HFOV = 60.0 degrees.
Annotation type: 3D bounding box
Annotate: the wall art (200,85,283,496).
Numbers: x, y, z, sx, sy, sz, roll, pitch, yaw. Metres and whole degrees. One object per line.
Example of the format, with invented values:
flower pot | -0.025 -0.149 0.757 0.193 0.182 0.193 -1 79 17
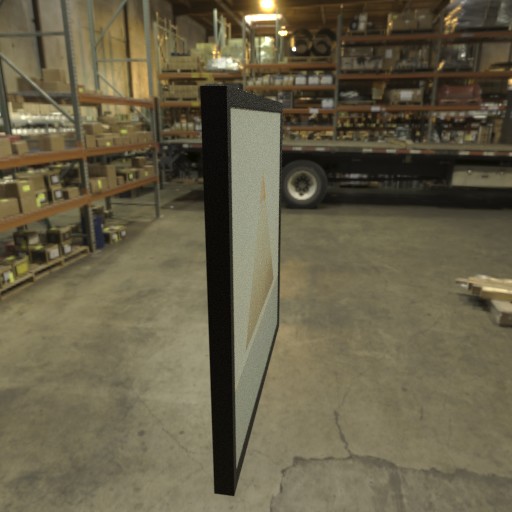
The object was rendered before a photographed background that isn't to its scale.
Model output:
wall art | 0.000 0.000 1.135 0.042 0.766 0.769 3 17 9
